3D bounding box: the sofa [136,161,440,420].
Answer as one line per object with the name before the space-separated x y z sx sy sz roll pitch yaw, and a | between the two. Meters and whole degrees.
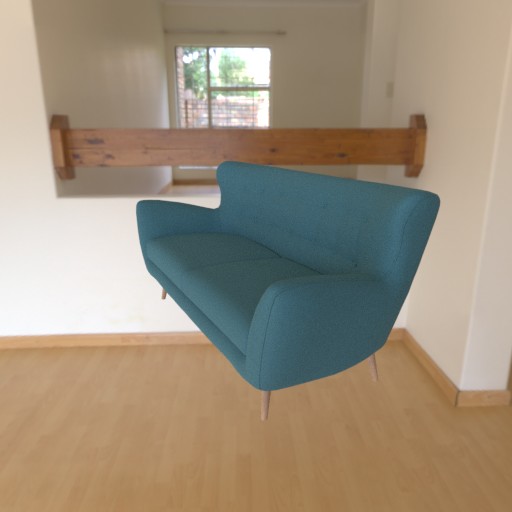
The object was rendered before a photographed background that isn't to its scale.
sofa | 0.000 0.000 2.409 0.889 0.890 1.930 -8 18 -26
